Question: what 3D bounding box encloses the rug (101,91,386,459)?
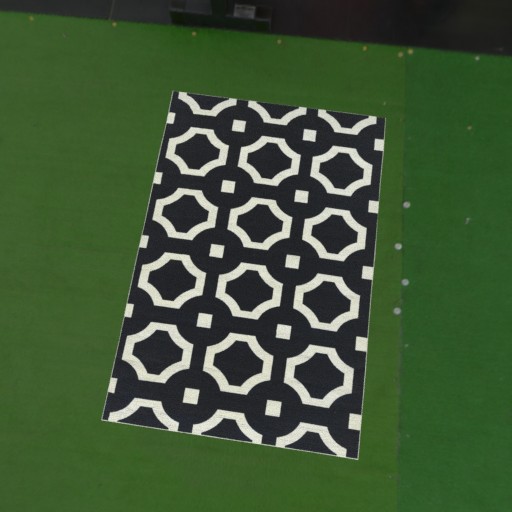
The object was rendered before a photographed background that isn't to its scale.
[{"bbox_3d":[0.000,0.000,2.922,1.555,0.016,2.286,8,76,2],"label":"rug"}]
